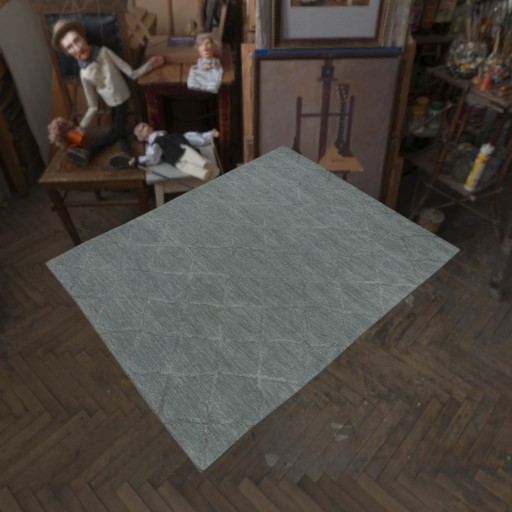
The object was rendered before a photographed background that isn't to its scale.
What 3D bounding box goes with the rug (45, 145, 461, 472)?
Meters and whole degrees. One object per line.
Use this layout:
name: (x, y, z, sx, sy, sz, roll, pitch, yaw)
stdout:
rug: (0.000, 0.000, 4.115, 3.048, 0.013, 2.438, -32, 54, -27)
